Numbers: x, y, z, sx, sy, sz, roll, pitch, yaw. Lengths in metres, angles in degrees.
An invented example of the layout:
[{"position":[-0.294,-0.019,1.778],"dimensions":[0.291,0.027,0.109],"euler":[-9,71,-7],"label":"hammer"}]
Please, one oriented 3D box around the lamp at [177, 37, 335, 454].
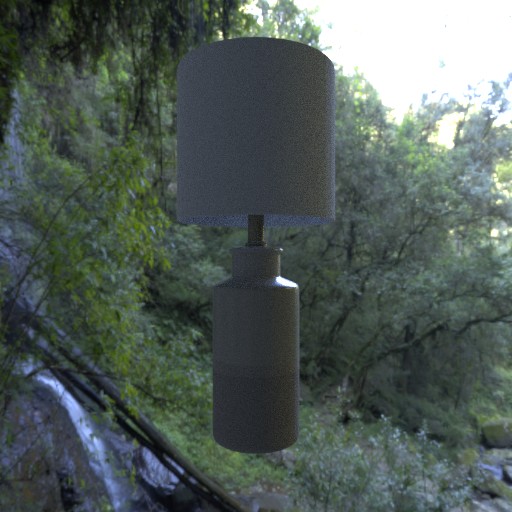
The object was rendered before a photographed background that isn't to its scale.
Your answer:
[{"position":[0.000,0.000,0.603],"dimensions":[0.212,0.493,0.212],"euler":[0,0,-36],"label":"lamp"}]
